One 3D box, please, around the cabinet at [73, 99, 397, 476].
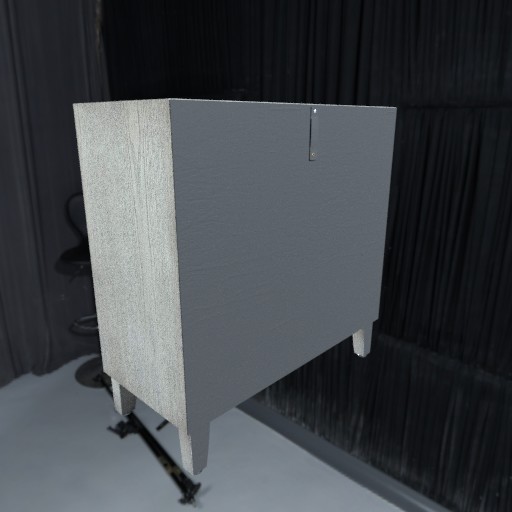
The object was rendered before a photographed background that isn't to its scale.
[{"bbox_3d":[0.000,0.000,1.227,0.370,0.787,0.781,16,23,41],"label":"cabinet"}]
